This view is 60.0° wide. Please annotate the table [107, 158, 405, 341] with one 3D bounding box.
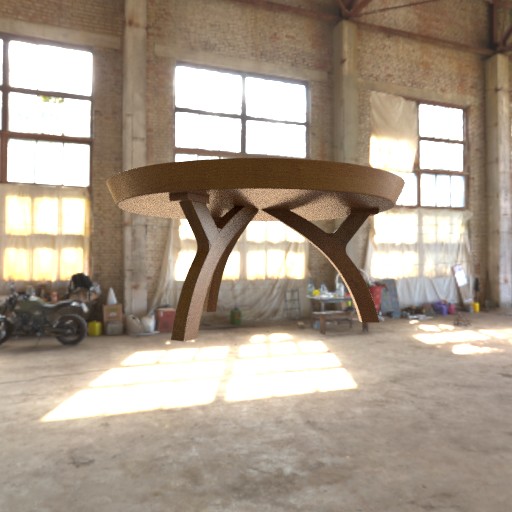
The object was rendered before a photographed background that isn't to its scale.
[{"bbox_3d":[0.000,0.000,1.583,1.016,0.470,1.016,0,-1,0],"label":"table"}]
